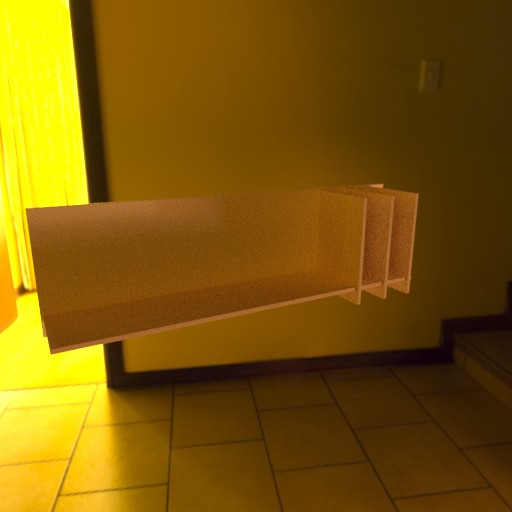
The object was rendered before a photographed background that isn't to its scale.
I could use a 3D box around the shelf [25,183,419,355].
[{"bbox_3d":[0.000,0.000,1.142,1.020,0.300,0.200,-8,17,-27],"label":"shelf"}]
